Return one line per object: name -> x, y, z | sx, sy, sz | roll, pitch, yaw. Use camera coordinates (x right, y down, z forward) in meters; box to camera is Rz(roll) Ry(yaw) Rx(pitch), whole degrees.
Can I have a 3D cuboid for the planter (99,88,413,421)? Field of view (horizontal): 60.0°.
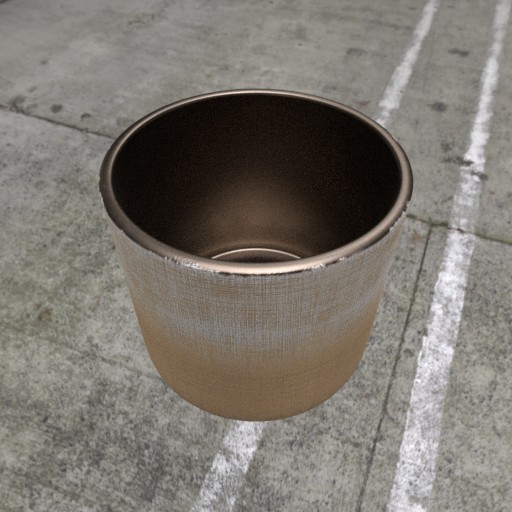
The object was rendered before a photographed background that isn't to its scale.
planter -> 0.000, 0.000, 0.384 | 0.221, 0.201, 0.221 | 0, 46, 0
